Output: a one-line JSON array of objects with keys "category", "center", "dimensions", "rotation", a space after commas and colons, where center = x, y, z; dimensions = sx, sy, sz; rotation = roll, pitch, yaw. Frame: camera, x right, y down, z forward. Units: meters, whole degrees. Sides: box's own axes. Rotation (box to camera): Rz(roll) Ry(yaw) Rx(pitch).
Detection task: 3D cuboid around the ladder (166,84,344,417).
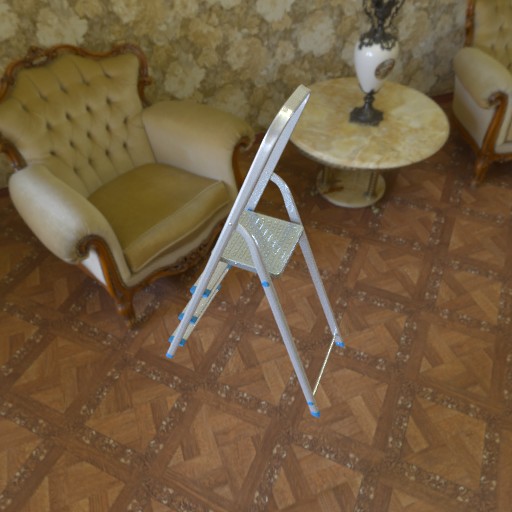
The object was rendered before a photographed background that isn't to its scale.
[{"category": "ladder", "center": [0.000, 0.000, 1.833], "dimensions": [0.842, 1.434, 0.445], "rotation": [17, 48, 16]}]
